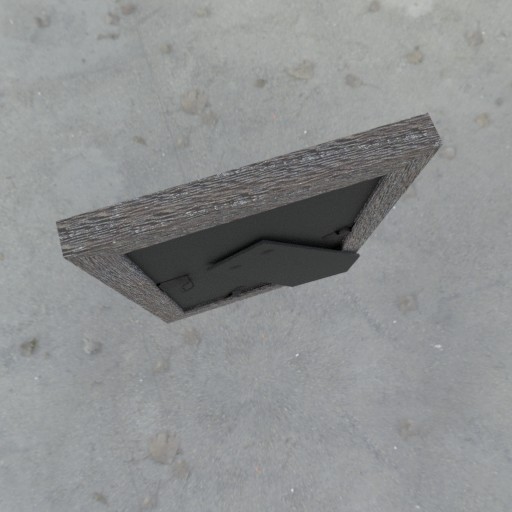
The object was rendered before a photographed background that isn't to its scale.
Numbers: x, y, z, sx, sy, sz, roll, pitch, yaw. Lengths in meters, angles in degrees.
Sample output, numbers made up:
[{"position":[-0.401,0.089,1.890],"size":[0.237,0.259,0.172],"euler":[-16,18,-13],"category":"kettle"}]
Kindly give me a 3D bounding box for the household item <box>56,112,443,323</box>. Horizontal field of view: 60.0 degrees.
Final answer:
[{"position":[0.000,0.000,0.280],"size":[0.160,0.210,0.020],"euler":[-17,75,-5],"category":"household item"}]
